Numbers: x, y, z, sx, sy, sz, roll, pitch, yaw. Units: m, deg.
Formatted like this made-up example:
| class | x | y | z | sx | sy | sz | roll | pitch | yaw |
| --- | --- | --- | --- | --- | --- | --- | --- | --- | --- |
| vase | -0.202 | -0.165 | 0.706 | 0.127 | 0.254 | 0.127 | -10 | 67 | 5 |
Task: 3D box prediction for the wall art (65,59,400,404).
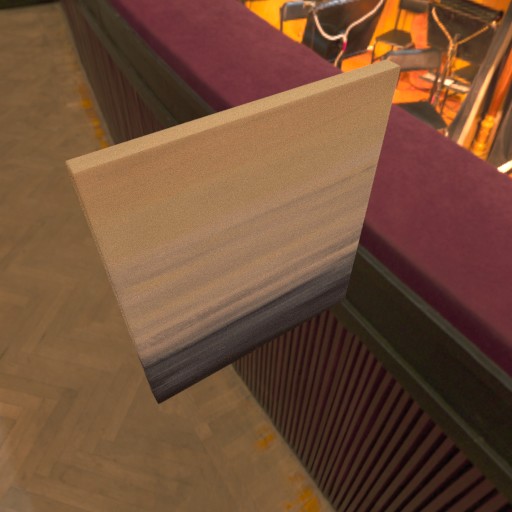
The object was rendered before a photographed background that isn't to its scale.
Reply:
| class | x | y | z | sx | sy | sz | roll | pitch | yaw |
| --- | --- | --- | --- | --- | --- | --- | --- | --- | --- |
| wall art | 0.000 | 0.000 | 0.973 | 0.608 | 0.710 | 0.041 | -25 | 52 | -21 |
